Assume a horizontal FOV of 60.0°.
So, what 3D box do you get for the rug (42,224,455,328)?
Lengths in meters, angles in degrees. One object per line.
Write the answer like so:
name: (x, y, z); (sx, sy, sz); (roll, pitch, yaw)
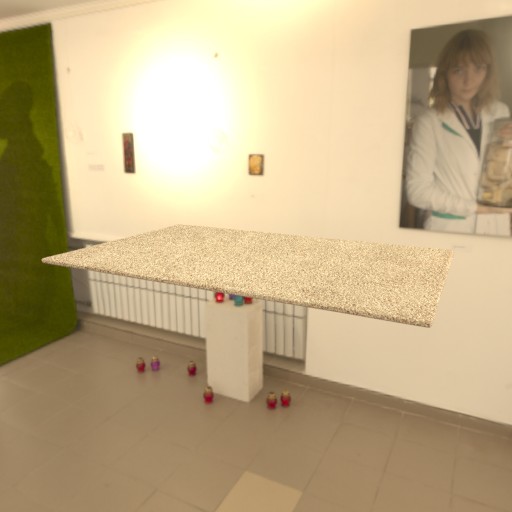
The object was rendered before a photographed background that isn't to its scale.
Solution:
rug: (0.000, 0.000, 3.065); (2.438, 0.030, 1.524); (7, 15, 26)
